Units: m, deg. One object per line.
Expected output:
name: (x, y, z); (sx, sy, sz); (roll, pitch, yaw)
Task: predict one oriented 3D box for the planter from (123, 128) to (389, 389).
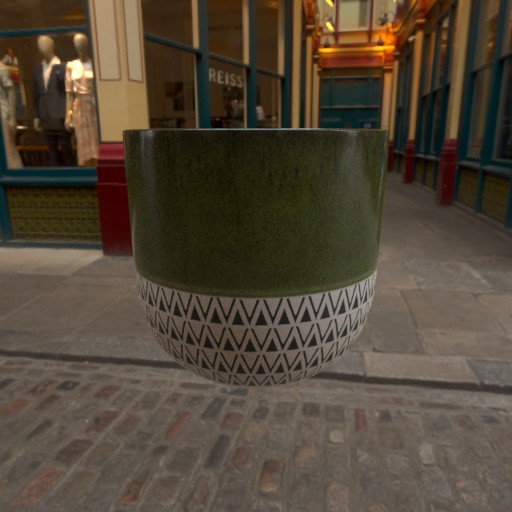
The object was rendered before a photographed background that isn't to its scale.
planter: (0.000, 0.000, 0.494); (0.266, 0.270, 0.266); (0, 15, 0)
